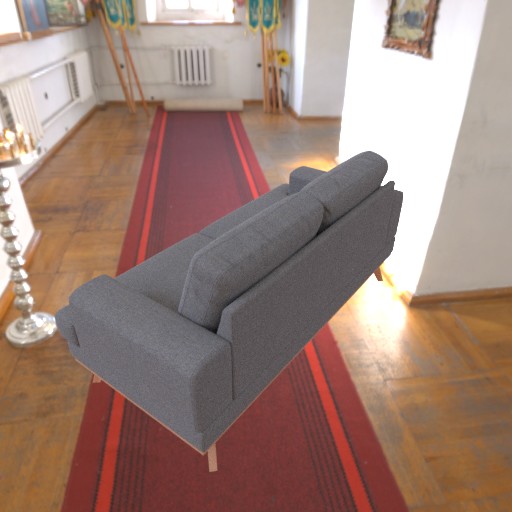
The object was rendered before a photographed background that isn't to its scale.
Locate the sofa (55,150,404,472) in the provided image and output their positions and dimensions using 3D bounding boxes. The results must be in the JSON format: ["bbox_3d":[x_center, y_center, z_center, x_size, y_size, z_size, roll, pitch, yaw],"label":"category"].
[{"bbox_3d":[0.000,0.000,2.090,0.785,0.810,1.650,22,38,31],"label":"sofa"}]
